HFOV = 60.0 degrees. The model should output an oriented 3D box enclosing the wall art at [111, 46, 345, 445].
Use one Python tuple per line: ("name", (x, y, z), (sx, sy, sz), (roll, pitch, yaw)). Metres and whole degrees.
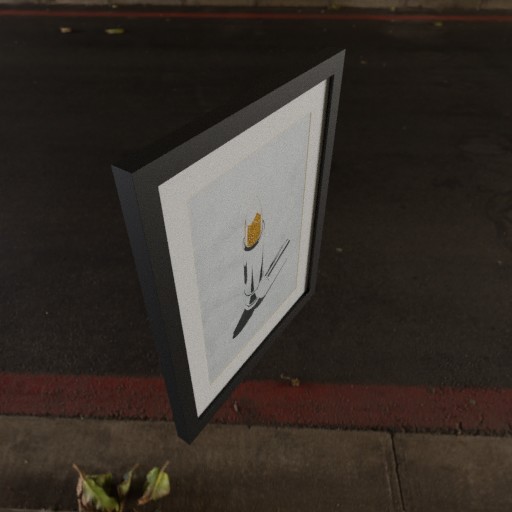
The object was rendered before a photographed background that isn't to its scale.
("wall art", (0.000, 0.000, 0.754), (0.029, 0.559, 0.457), (25, 47, 25))
